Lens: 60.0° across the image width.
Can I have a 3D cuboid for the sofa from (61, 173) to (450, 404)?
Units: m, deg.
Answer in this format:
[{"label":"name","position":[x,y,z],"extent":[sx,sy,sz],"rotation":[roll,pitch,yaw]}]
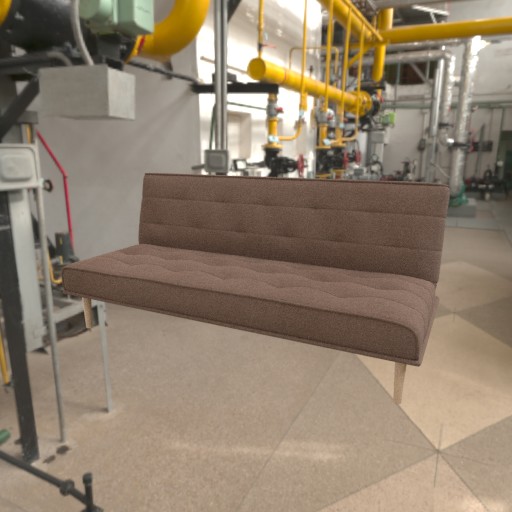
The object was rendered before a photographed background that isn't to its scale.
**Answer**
[{"label":"sofa","position":[0.000,0.000,2.370],"extent":[1.820,0.810,1.038],"rotation":[7,16,26]}]
